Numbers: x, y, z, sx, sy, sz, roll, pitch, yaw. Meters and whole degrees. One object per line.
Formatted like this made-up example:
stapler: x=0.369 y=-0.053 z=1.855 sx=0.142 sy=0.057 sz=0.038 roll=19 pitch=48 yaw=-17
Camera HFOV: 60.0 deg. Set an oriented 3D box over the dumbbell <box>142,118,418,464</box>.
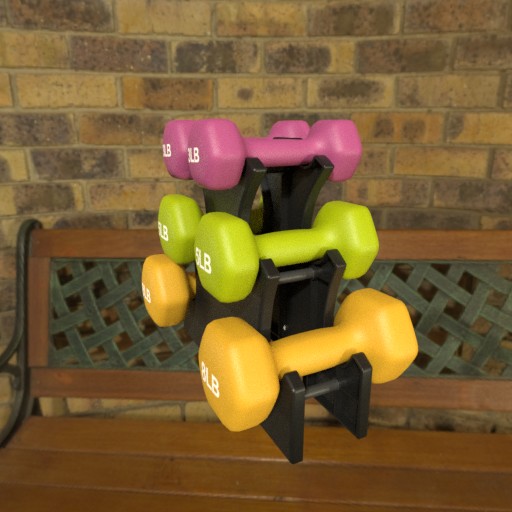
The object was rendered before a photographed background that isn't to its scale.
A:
dumbbell: x=0.000 y=0.000 z=0.462 sx=0.190 sy=0.271 sz=0.300 roll=-8 pitch=18 yaw=-26
